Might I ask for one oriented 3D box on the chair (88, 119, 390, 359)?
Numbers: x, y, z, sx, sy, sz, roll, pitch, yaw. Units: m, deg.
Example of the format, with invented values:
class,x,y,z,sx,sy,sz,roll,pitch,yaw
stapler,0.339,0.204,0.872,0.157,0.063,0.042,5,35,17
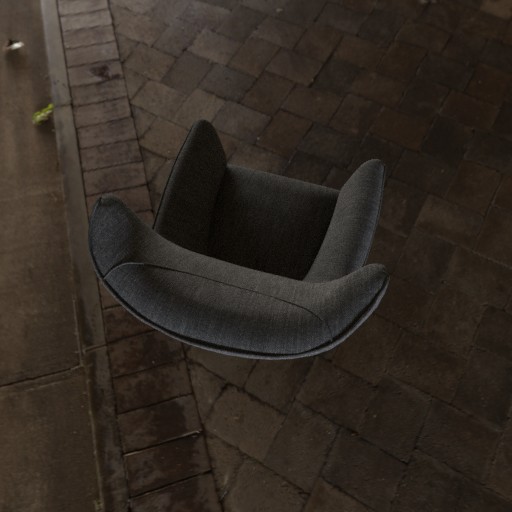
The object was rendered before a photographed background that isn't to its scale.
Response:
class,x,y,z,sx,sy,sz,roll,pitch,yaw
chair,0.000,0.000,1.600,0.781,0.933,0.888,15,66,7
